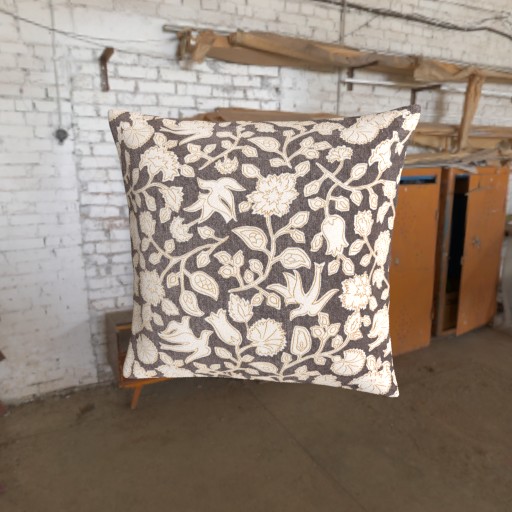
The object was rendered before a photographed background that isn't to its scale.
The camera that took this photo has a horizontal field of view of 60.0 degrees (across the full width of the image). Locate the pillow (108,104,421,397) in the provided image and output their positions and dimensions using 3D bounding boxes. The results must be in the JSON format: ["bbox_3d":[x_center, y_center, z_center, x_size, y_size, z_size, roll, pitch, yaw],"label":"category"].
[{"bbox_3d":[0.000,0.000,0.788,0.526,0.507,0.166,2,13,8],"label":"pillow"}]
